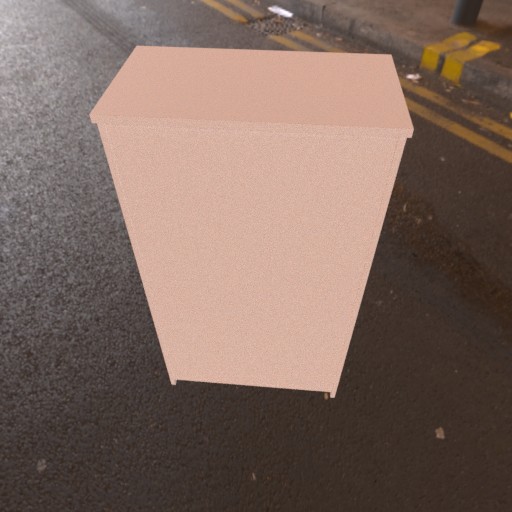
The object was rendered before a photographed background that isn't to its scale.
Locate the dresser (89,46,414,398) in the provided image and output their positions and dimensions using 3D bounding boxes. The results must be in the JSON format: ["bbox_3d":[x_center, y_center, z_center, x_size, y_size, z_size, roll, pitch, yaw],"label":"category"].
[{"bbox_3d":[0.000,0.000,1.546,0.704,1.255,0.399,4,46,3],"label":"dresser"}]
